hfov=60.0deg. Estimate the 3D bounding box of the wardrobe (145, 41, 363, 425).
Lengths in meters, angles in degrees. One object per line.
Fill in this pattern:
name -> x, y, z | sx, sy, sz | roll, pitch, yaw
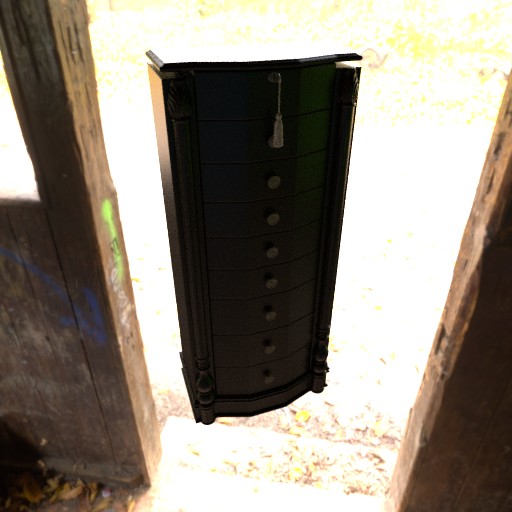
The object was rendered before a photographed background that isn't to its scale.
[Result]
wardrobe -> 0.000, 0.000, 1.202 | 0.444, 1.011, 0.295 | -10, 34, -16
